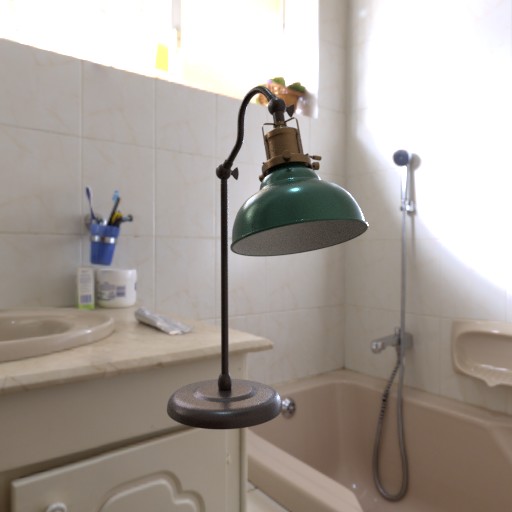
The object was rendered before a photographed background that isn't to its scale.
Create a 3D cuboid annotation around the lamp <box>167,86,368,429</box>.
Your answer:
[{"bbox_3d":[0.000,0.000,0.668,0.192,0.508,0.374,0,0,-35],"label":"lamp"}]
